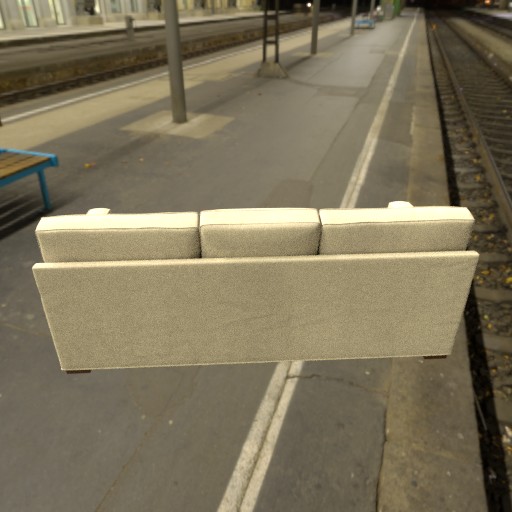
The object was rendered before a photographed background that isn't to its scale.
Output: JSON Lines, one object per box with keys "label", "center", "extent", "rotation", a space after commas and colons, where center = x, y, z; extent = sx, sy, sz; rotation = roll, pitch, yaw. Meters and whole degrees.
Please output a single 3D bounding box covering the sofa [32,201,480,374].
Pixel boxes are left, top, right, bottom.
{"label": "sofa", "center": [0.000, 0.000, 2.563], "extent": [2.093, 0.862, 0.936], "rotation": [-2, 30, -3]}
